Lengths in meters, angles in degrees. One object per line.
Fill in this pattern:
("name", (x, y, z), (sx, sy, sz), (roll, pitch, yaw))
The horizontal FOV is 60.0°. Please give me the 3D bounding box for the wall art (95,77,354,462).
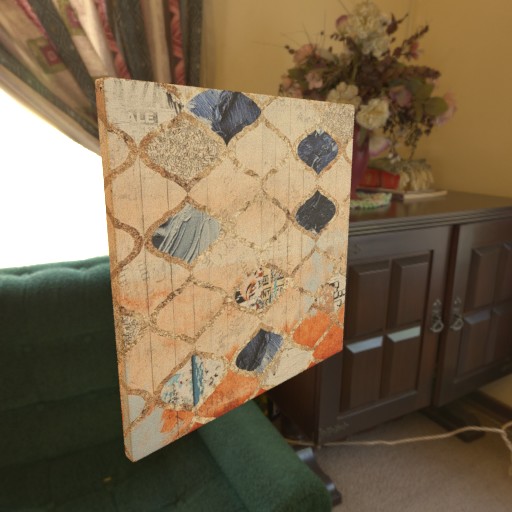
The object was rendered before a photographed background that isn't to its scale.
("wall art", (0.000, 0.000, 1.330), (0.912, 0.914, 0.039), (-13, 19, -43))
